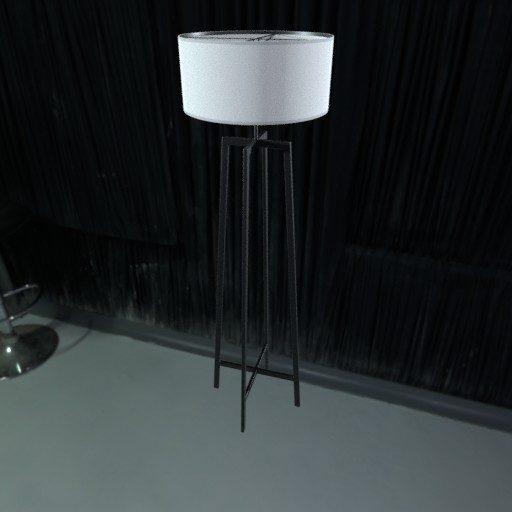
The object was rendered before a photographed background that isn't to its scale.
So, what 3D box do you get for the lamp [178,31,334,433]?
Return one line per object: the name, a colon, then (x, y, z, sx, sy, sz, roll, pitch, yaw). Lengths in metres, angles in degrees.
lamp: (0.000, 0.000, 1.691, 0.456, 1.510, 0.457, 8, 31, 14)
